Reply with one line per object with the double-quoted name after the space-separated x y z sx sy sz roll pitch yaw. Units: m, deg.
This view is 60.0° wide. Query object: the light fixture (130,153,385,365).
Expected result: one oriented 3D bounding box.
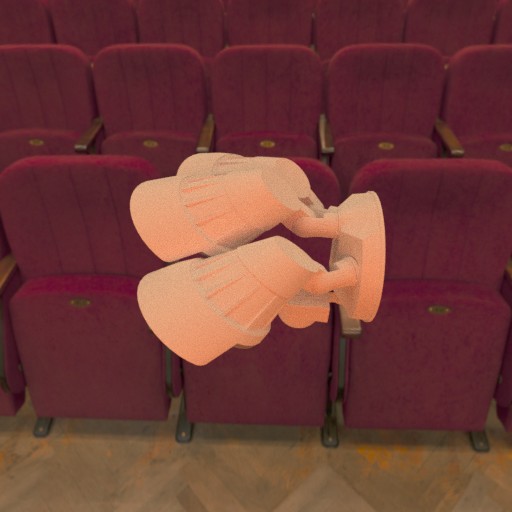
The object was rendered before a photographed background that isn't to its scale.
0.000 0.000 0.555 0.278 0.237 0.369 1 41 2 "light fixture"
